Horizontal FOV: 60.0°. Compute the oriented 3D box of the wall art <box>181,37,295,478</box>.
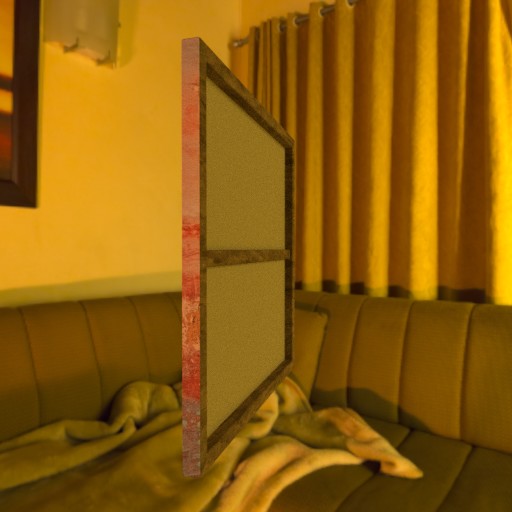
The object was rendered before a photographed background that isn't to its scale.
[{"bbox_3d":[0.000,0.000,1.107,0.035,0.747,0.747,0,1,17],"label":"wall art"}]
